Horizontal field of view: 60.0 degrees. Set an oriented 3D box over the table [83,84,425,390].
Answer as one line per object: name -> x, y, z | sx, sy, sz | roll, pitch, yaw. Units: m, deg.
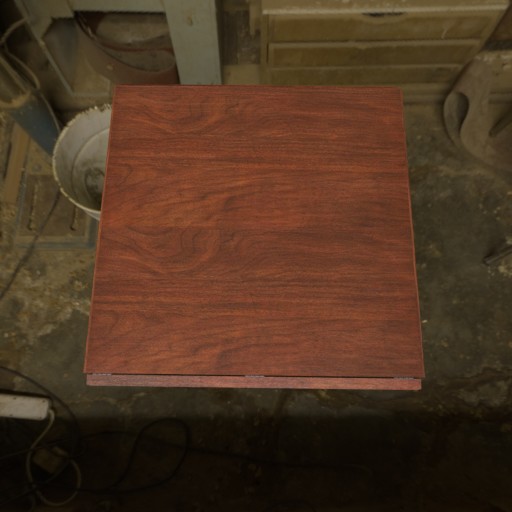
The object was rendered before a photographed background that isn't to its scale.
table -> 0.000, 0.000, 1.516 | 0.812, 0.763, 0.843 | 1, 75, 0
